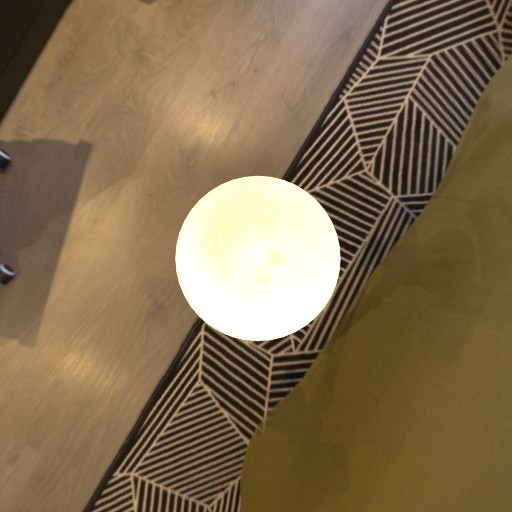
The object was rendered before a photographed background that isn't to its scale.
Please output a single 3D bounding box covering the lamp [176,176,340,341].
[{"bbox_3d":[0.000,0.000,1.977,0.405,1.771,0.405,0,90,0],"label":"lamp"}]
